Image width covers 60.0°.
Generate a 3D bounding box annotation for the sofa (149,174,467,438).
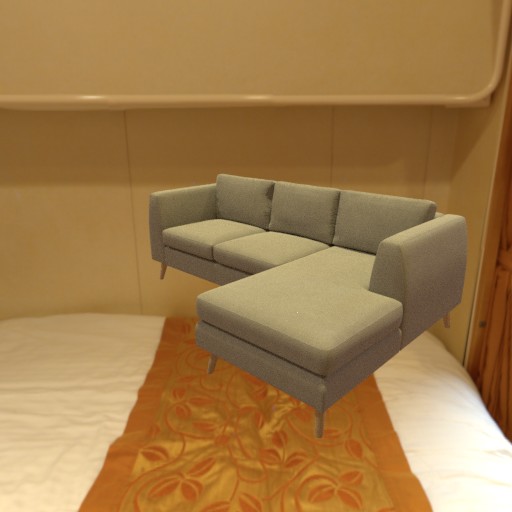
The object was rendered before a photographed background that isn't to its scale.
[{"bbox_3d":[0.000,0.000,3.056,2.300,0.860,1.580,16,24,41],"label":"sofa"}]
